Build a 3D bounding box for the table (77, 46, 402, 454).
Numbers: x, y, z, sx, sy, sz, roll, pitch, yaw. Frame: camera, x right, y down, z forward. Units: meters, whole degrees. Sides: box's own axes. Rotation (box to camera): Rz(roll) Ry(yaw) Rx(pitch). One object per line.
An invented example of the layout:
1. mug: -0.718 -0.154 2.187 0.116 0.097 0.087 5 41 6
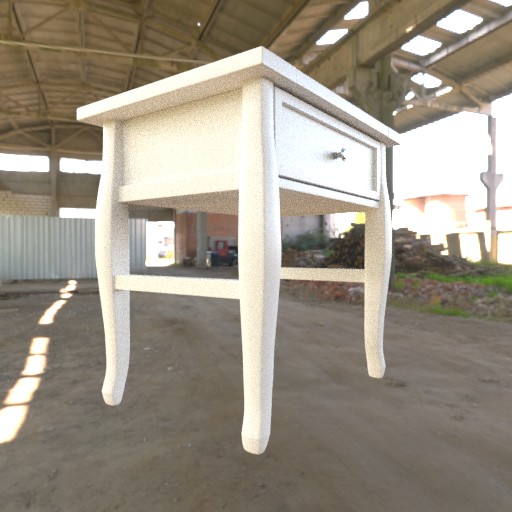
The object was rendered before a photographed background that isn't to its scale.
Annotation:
1. table: 0.000 0.000 1.005 0.463 0.605 0.599 0 1 36
